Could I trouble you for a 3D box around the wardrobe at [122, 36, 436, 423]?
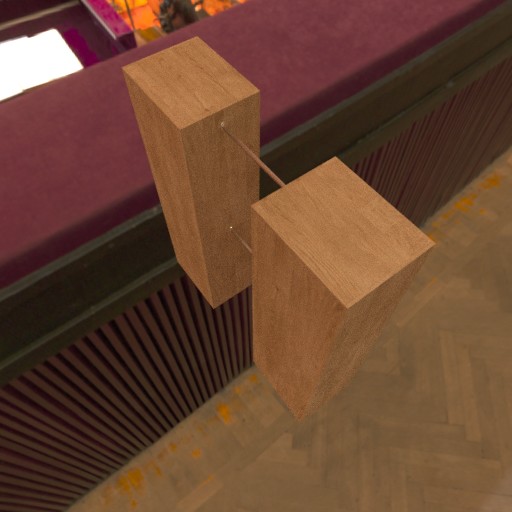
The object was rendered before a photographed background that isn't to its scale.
[{"bbox_3d":[0.000,0.000,2.923,0.480,2.000,1.770,-32,63,-18],"label":"wardrobe"}]
